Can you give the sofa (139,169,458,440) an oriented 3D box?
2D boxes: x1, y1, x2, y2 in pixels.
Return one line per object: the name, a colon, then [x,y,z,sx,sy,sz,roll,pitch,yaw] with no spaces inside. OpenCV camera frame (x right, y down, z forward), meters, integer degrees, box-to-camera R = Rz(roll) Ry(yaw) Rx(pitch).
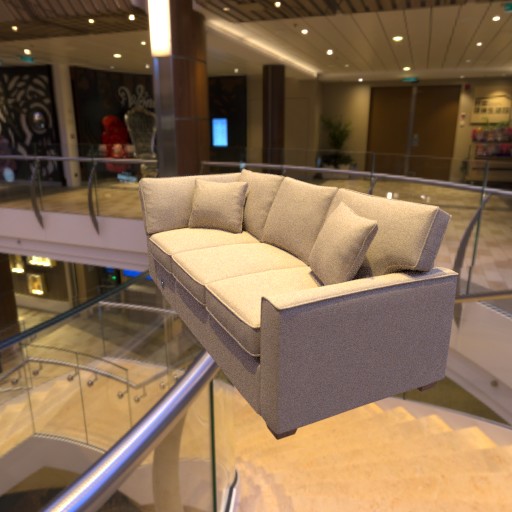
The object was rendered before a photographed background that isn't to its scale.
sofa: [0.000,0.000,2.931,1.061,0.962,2.317,-8,18,-25]
